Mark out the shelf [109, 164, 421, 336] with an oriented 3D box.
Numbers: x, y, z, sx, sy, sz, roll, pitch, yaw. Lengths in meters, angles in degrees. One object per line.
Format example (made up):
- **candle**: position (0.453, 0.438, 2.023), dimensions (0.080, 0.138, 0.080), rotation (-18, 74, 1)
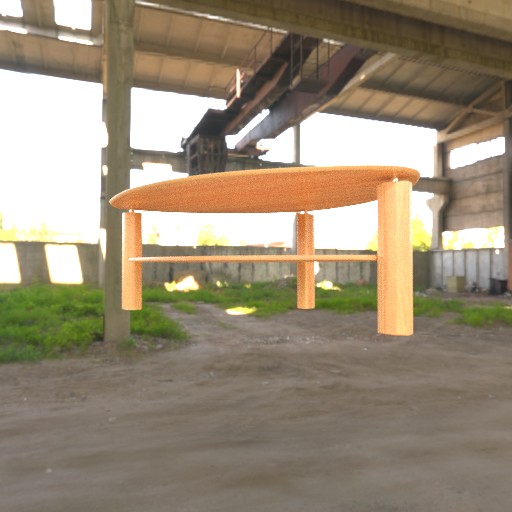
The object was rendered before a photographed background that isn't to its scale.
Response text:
- **shelf**: position (0.000, 0.000, 1.639), dimensions (1.246, 0.440, 0.845), rotation (-1, -2, 37)
